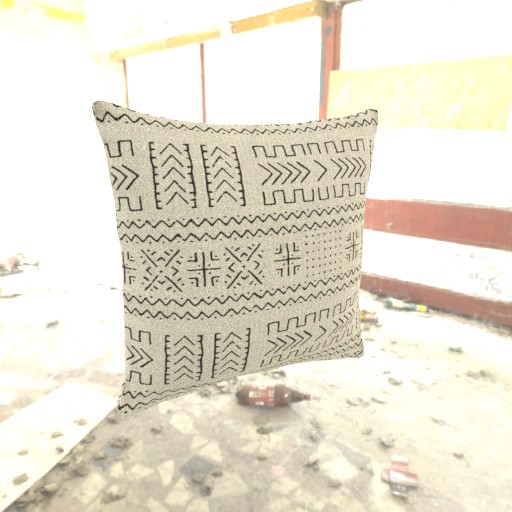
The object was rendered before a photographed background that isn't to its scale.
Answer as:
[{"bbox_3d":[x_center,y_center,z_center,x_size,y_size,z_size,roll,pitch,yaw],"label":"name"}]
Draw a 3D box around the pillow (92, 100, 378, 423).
[{"bbox_3d":[0.000,0.000,0.656,0.438,0.430,0.164,-8,16,-27],"label":"pillow"}]
